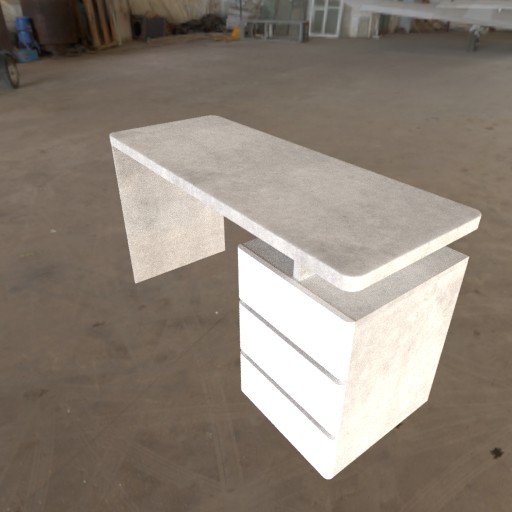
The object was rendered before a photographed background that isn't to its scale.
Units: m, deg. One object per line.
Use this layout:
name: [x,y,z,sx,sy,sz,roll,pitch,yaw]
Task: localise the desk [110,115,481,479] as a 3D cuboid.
desk: [0.000,0.000,1.757,0.550,0.755,1.400,-22,37,-31]
